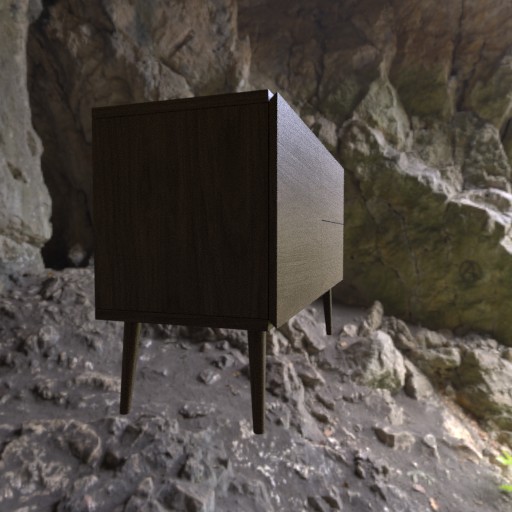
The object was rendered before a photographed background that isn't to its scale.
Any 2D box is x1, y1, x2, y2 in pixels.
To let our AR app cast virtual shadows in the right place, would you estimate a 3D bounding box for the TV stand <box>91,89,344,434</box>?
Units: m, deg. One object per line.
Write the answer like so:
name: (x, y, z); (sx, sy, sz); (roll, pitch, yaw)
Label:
TV stand: (0.000, 0.000, 1.352); (0.405, 0.660, 0.990); (1, 3, 18)
